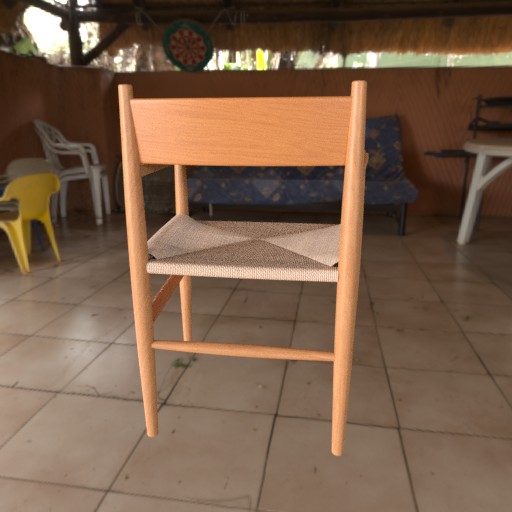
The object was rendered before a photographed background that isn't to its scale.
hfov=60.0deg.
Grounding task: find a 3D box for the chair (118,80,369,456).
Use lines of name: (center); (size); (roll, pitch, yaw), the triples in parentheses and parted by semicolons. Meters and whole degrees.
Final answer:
chair: (0.000, 0.000, 1.101); (0.556, 0.762, 0.495); (2, 16, 8)
